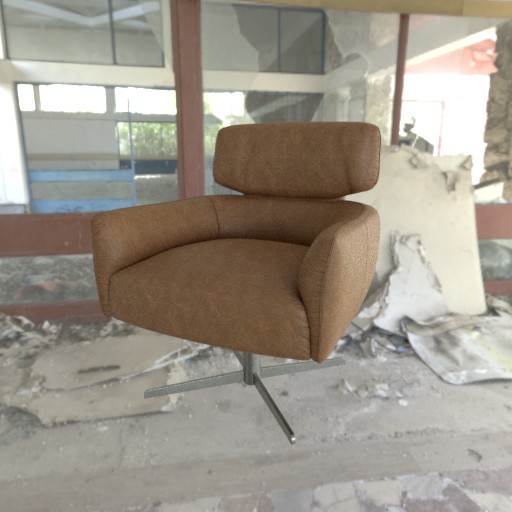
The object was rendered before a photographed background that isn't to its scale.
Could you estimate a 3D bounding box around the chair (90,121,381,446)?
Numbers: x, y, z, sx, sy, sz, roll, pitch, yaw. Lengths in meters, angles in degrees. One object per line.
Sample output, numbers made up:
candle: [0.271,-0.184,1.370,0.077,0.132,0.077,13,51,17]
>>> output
chair: [0.000,0.000,1.346,0.706,0.812,0.715,7,15,26]
